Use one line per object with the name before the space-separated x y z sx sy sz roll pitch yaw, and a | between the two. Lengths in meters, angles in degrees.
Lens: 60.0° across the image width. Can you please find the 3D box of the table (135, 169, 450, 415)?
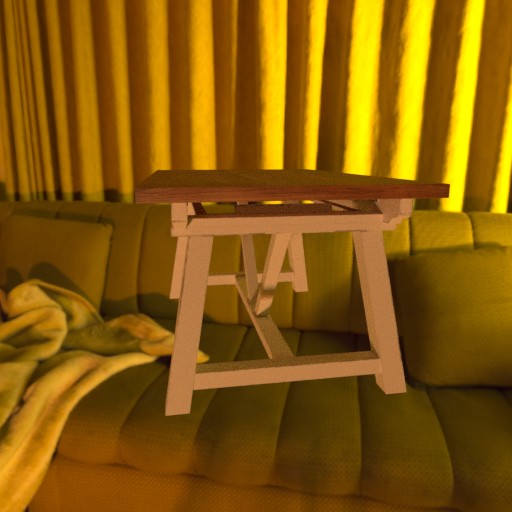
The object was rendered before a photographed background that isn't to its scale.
table | 0.000 0.000 2.059 0.922 0.743 1.503 -2 13 -10
